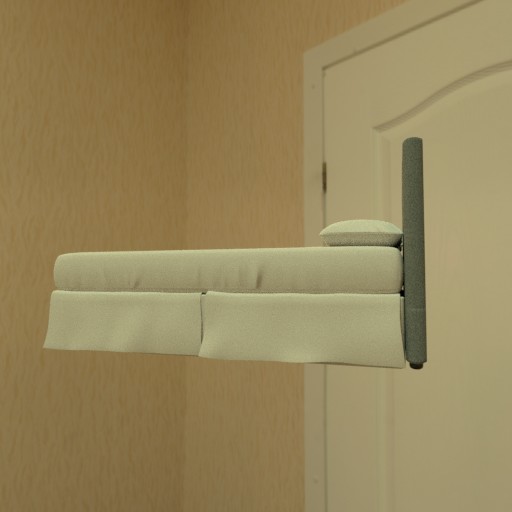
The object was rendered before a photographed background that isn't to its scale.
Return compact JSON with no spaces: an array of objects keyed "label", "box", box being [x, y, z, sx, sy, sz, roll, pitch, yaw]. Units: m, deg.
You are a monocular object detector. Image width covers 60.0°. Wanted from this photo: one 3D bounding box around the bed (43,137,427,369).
[{"label":"bed","box":[0.000,0.000,3.908,2.689,1.457,2.161,-1,-3,18]}]
